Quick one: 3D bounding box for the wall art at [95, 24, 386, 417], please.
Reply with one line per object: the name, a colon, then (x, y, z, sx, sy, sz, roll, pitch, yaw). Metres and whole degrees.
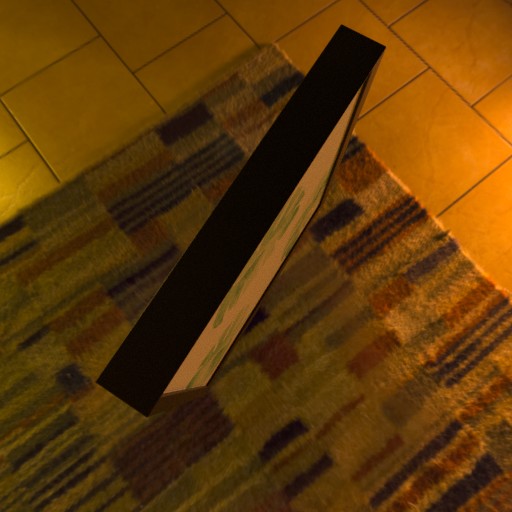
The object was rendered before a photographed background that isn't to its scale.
wall art: (0.000, 0.000, 0.442, 0.038, 0.304, 0.304, 31, 77, 8)
